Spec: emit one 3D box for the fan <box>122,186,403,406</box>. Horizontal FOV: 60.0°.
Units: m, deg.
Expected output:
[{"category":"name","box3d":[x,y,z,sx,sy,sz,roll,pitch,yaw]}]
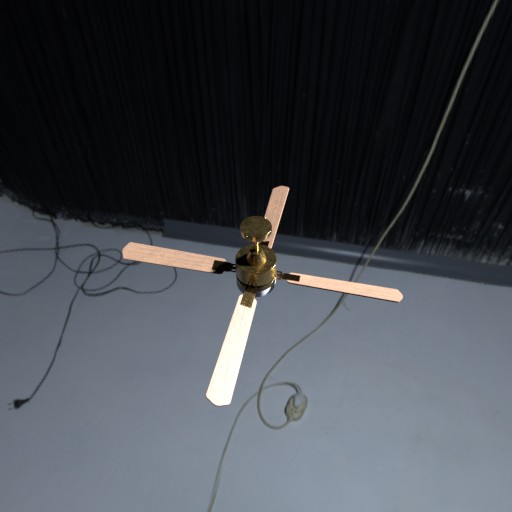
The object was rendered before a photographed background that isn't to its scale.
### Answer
[{"category":"fan","box3d":[0.000,0.000,1.968,1.320,0.355,1.320,9,47,9]}]
